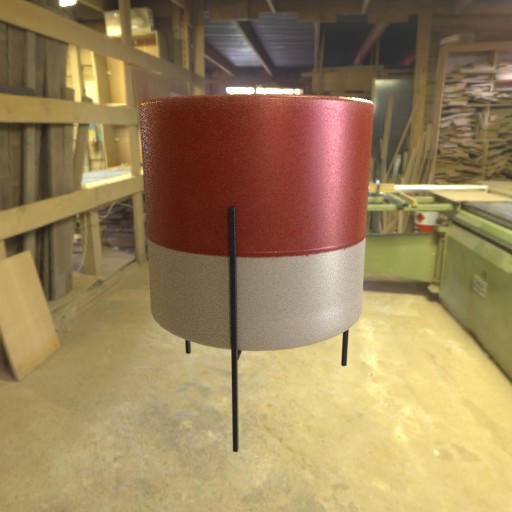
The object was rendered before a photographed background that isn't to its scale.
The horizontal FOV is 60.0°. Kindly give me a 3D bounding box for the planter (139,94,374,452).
[{"bbox_3d":[0.000,0.000,0.718,0.345,0.465,0.354,2,15,9],"label":"planter"}]
